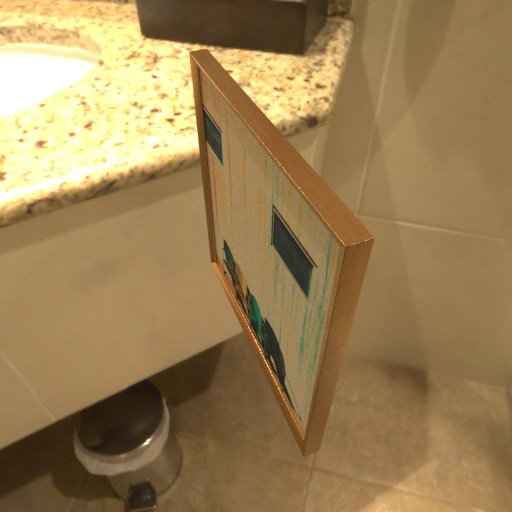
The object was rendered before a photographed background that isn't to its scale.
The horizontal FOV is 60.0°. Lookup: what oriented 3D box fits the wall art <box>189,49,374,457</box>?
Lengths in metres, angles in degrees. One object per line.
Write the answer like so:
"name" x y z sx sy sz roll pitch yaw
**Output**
"wall art" 0.000 0.000 0.451 0.019 0.302 0.302 -16 47 -16
